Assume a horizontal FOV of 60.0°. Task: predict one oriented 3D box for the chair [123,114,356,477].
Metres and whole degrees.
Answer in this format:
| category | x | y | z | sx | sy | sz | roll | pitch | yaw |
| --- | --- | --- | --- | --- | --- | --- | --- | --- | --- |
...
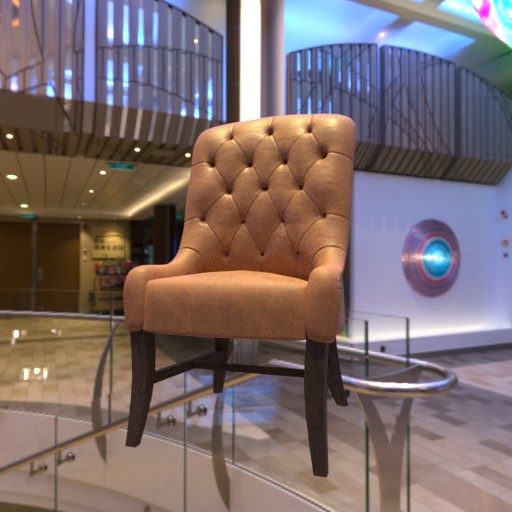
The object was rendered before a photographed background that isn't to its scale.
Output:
| category | x | y | z | sx | sy | sz | roll | pitch | yaw |
| --- | --- | --- | --- | --- | --- | --- | --- | --- | --- |
| chair | 0.000 | 0.000 | 1.472 | 0.634 | 1.091 | 0.629 | 0 | -1 | 19 |
